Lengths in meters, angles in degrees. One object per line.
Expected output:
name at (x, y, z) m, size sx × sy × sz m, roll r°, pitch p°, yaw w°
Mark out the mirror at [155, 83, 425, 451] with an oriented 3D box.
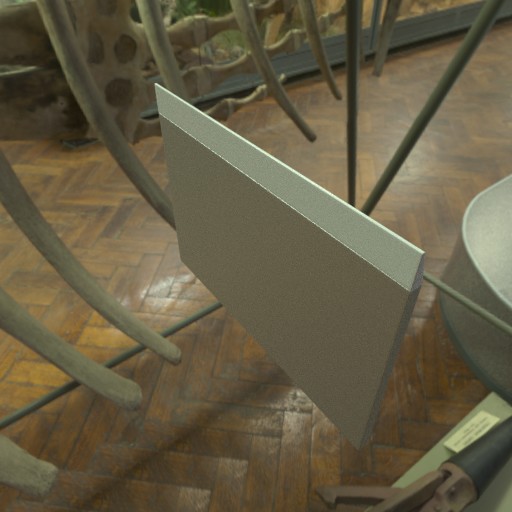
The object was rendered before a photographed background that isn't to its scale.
mirror at (0.000, 0.000, 1.134) m, size 0.030 × 0.630 × 0.870 m, roll -26°, pitch 47°, yaw -27°
